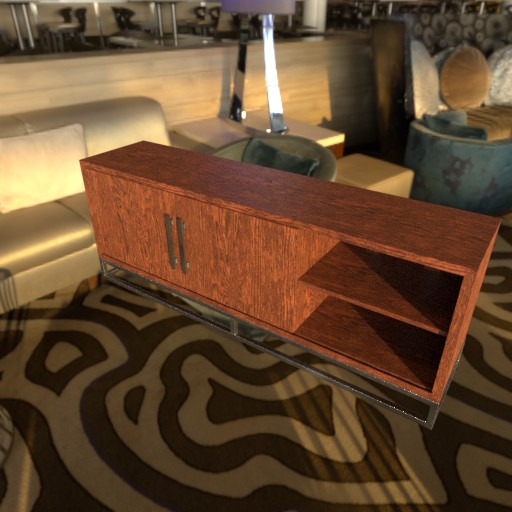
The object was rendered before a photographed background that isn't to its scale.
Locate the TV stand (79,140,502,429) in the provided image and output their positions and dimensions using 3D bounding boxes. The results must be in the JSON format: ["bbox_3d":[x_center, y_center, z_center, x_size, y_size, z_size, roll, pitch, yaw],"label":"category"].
[{"bbox_3d":[0.000,0.000,1.721,1.541,0.578,0.382,19,35,29],"label":"TV stand"}]
